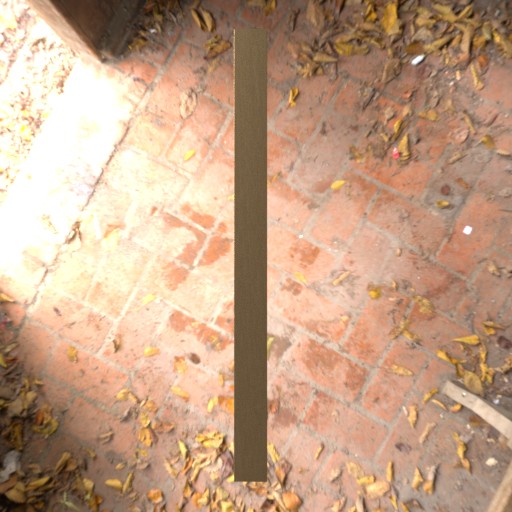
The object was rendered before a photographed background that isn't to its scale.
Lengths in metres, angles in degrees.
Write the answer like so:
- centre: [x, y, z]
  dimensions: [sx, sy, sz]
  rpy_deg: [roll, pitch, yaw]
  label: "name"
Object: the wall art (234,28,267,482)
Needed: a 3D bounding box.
- centre: [0.000, 0.000, 0.753]
  dimensions: [0.037, 0.509, 0.510]
  rpy_deg: [0, 90, 1]
  label: "wall art"
